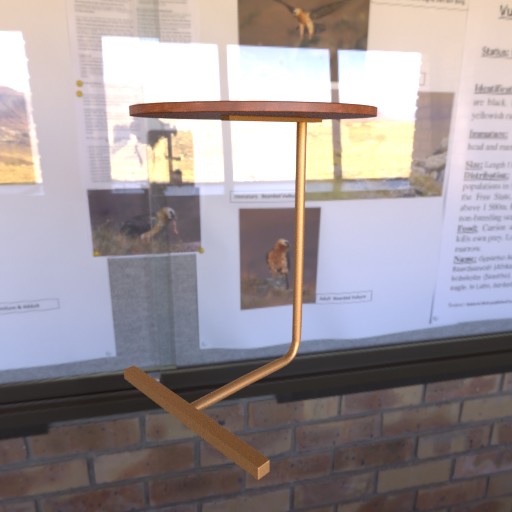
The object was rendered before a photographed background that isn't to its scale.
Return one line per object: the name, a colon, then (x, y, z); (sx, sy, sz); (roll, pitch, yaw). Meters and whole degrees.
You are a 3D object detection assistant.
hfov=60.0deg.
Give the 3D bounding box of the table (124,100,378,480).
table: (0.000, 0.000, 1.119); (0.577, 0.706, 0.530); (-15, 21, -43)
